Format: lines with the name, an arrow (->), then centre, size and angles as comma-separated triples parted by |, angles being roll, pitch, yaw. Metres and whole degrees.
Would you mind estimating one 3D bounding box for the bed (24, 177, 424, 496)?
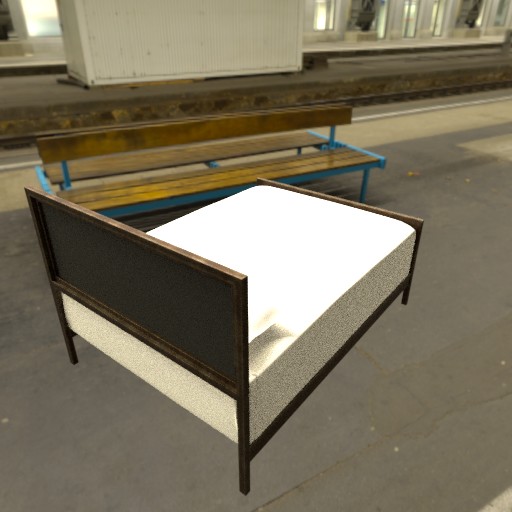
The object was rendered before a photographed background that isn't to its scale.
bed -> 0.000, 0.000, 3.161 | 1.607, 1.313, 2.221 | 21, 35, 33
